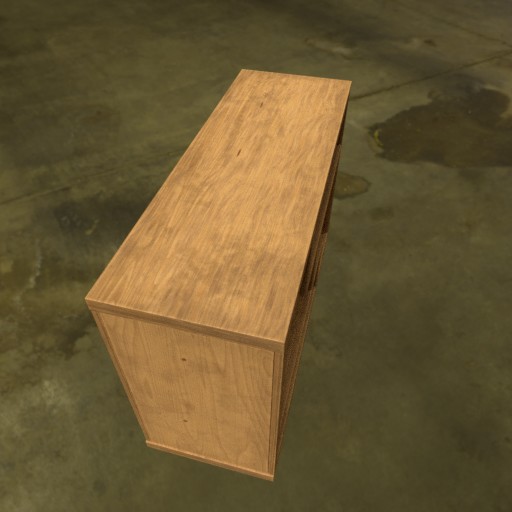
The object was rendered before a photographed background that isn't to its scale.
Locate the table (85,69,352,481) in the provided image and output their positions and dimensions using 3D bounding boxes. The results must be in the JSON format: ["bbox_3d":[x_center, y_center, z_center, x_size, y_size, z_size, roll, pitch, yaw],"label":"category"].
[{"bbox_3d":[0.000,0.000,1.514,0.410,0.771,1.151,11,46,10],"label":"table"}]
